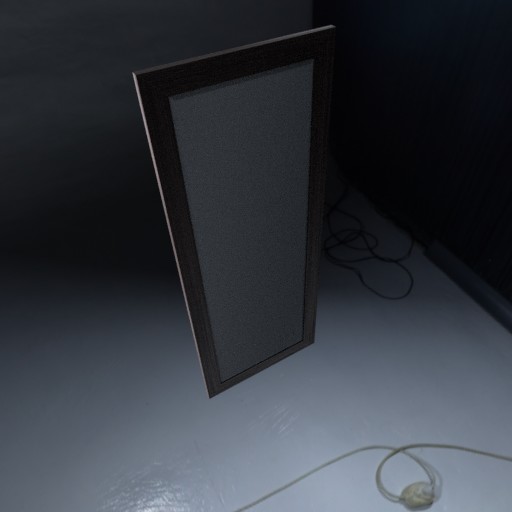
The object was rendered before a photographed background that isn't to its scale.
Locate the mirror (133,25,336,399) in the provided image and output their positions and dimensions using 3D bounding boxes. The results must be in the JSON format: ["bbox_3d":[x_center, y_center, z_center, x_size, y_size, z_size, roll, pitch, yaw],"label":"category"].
[{"bbox_3d":[0.000,0.000,2.271,0.812,2.020,0.221,-23,51,-20],"label":"mirror"}]
